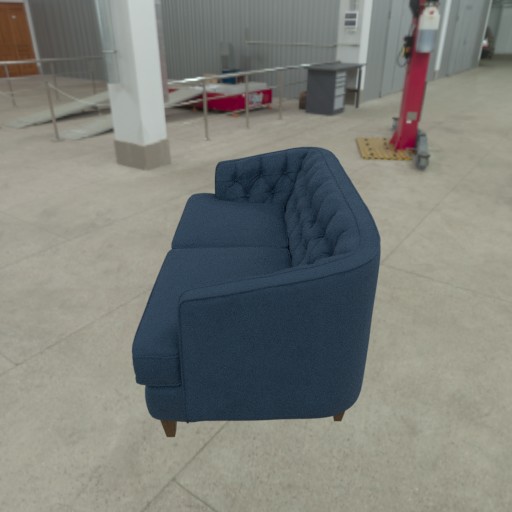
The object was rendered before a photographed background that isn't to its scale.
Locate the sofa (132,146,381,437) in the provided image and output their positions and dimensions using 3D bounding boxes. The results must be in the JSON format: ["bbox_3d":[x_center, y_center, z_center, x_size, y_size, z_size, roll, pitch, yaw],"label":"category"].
[{"bbox_3d":[0.000,0.000,2.356,0.941,0.854,1.733,0,27,0],"label":"sofa"}]
